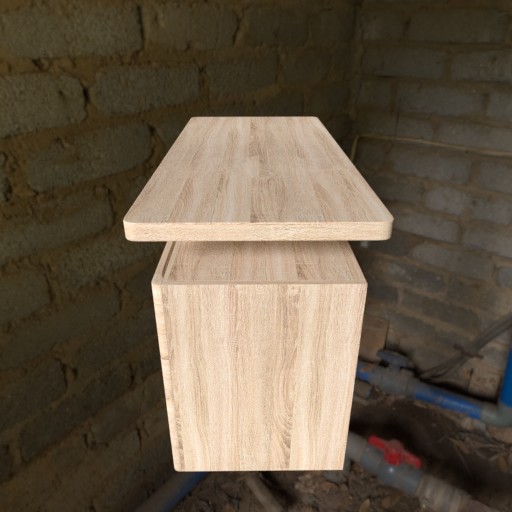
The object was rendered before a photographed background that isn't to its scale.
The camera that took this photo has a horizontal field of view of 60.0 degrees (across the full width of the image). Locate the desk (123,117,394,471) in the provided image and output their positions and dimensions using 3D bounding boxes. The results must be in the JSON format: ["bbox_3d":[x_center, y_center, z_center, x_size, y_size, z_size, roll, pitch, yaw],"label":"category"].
[{"bbox_3d":[0.000,0.000,1.584,0.550,0.760,1.200,0,27,-1],"label":"desk"}]
